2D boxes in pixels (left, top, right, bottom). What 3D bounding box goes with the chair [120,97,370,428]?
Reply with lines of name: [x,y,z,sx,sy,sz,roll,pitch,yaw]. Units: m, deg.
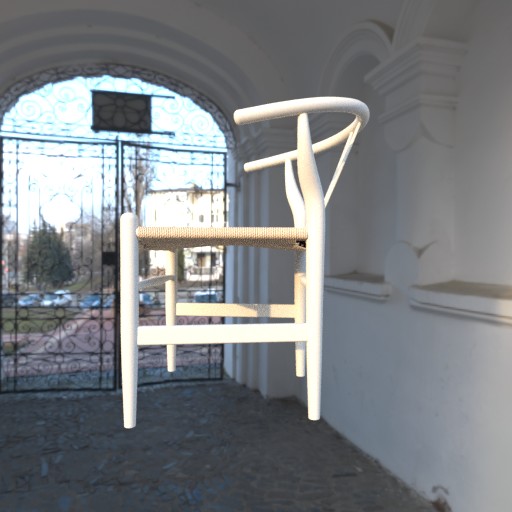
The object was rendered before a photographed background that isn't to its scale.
chair: [0.000,0.000,1.174,0.579,0.730,0.569,0,1,1]
